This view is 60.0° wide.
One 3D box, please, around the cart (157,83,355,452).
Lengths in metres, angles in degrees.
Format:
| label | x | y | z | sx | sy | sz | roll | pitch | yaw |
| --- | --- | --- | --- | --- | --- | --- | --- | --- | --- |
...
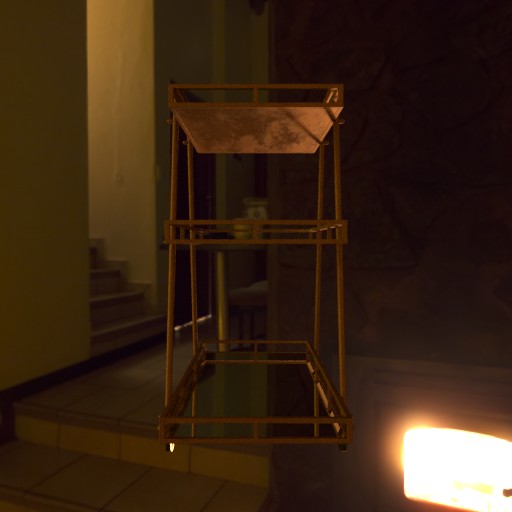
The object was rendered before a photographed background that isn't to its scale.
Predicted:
| label | x | y | z | sx | sy | sz | roll | pitch | yaw |
| --- | --- | --- | --- | --- | --- | --- | --- | --- | --- |
| cart | 0.000 | 0.000 | 1.217 | 0.441 | 0.883 | 0.711 | 0 | 2 | 0 |
